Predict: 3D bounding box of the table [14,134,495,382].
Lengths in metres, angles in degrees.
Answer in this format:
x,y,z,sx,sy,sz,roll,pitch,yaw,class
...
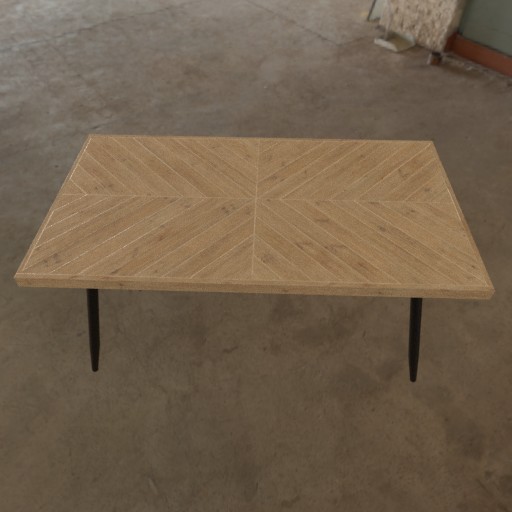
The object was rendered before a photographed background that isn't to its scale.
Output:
x,y,z,sx,sy,sz,roll,pitch,yaw,class
0.000,0.000,2.274,1.803,0.762,0.991,1,47,1,table
